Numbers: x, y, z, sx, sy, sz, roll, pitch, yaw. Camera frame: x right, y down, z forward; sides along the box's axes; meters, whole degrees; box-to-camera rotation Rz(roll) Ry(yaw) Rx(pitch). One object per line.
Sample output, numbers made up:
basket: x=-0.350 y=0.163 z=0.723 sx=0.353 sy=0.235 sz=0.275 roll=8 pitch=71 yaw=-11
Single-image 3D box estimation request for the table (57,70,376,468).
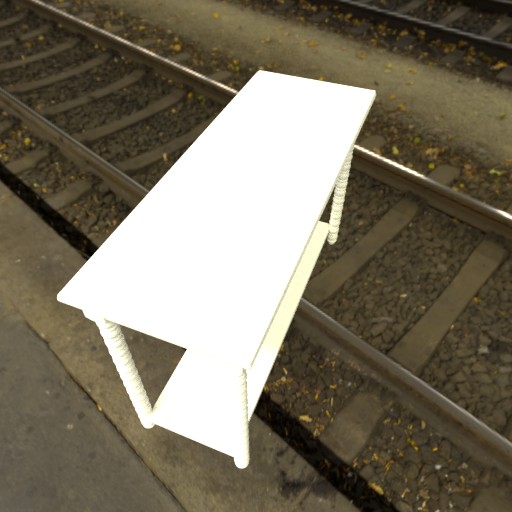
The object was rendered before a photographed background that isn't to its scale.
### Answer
table: x=0.000 y=0.000 z=1.529 sx=0.459 sy=0.740 sz=1.184 roll=16 pitch=49 yaw=15
